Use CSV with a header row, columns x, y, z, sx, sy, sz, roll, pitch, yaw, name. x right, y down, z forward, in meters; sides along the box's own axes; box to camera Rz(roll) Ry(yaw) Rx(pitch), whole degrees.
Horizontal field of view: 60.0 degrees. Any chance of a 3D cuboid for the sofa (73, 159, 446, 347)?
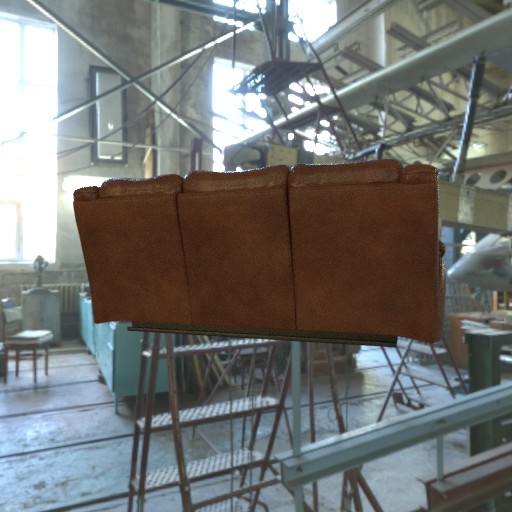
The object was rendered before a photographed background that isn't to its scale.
x,y,z,sx,sy,sz,roll,pitch,yaw,name
0.000,0.000,2.976,2.337,1.043,0.991,0,0,19,sofa
